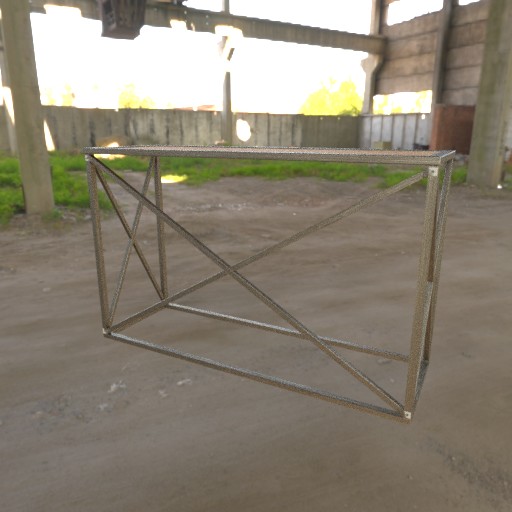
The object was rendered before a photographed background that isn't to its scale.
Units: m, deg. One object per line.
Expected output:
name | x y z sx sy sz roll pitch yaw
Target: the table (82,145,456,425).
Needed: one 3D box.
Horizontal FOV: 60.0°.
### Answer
table | 0.000 0.000 1.606 1.216 0.753 0.402 8 18 27
